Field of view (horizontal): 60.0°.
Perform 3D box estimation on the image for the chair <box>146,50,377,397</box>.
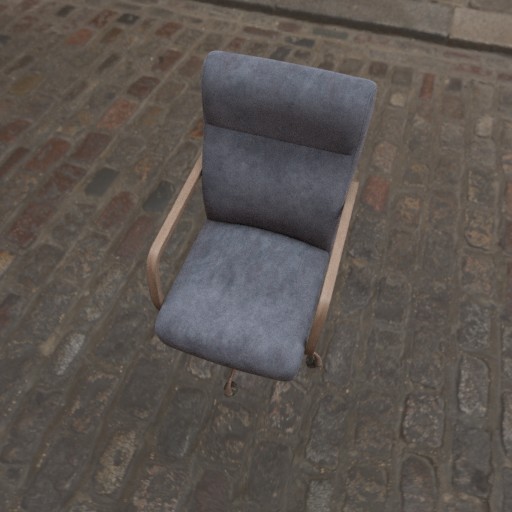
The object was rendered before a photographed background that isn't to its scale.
[{"bbox_3d":[0.000,0.000,1.499,0.640,1.029,0.741,15,59,9],"label":"chair"}]
